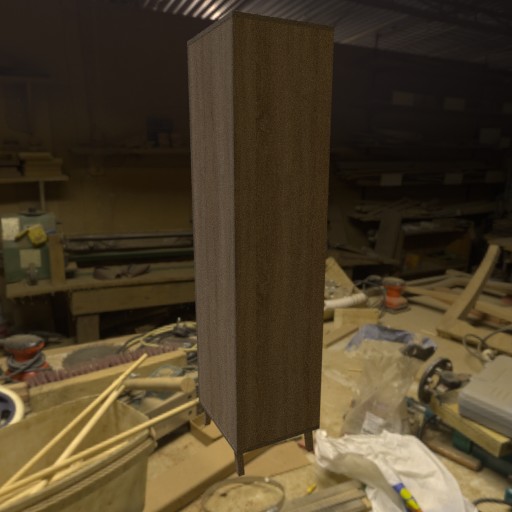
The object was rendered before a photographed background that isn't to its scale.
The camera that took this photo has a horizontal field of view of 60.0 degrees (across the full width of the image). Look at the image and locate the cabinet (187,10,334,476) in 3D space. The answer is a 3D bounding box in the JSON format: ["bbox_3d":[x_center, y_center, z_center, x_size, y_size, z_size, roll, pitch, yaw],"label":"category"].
[{"bbox_3d":[0.000,0.000,2.131,0.450,1.960,0.510,-6,14,-26],"label":"cabinet"}]
